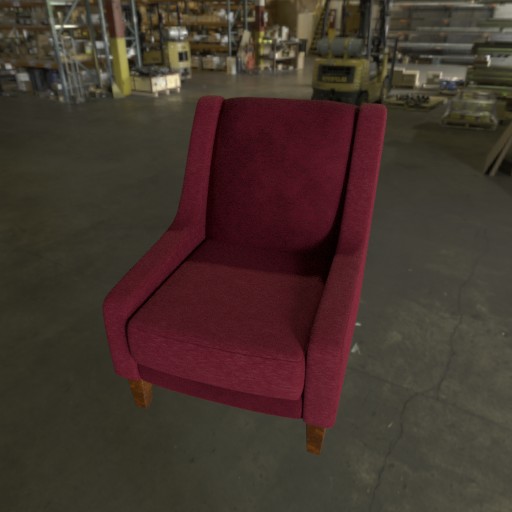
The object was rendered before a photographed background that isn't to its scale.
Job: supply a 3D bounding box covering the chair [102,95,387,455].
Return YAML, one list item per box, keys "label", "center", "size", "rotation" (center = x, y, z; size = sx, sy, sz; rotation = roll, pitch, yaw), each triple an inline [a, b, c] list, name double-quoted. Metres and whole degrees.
- label: "chair"
  center: [0.000, 0.000, 1.685]
  size: [0.793, 1.017, 0.985]
  rotation: [9, 29, 16]
